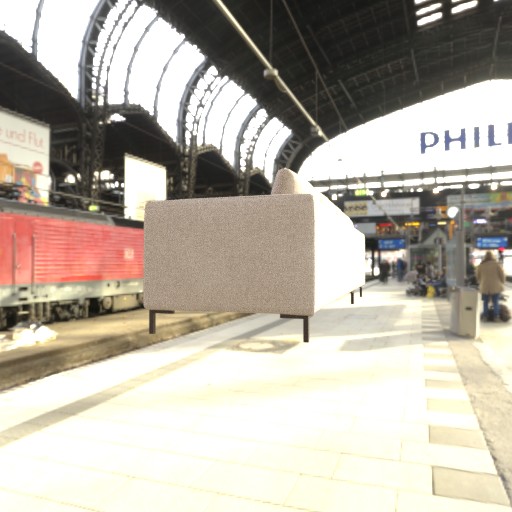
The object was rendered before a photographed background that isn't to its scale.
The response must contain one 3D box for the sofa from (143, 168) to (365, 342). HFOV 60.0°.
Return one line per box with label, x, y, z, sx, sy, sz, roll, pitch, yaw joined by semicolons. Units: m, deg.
sofa;0.000;0.000;3.513;1.469;0.816;2.923;0;-1;18
